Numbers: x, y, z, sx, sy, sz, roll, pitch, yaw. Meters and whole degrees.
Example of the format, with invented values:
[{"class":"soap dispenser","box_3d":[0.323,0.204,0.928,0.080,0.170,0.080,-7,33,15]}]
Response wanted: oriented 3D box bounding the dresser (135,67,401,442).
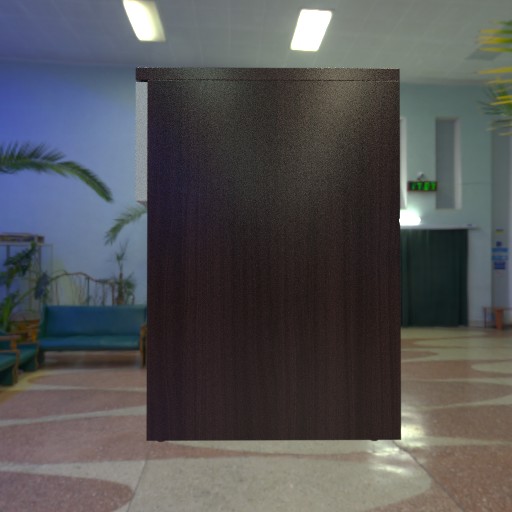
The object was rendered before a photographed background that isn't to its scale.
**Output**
[{"class":"dresser","box_3d":[0.000,0.000,0.756,0.360,0.470,0.400,0,-1,-1]}]
